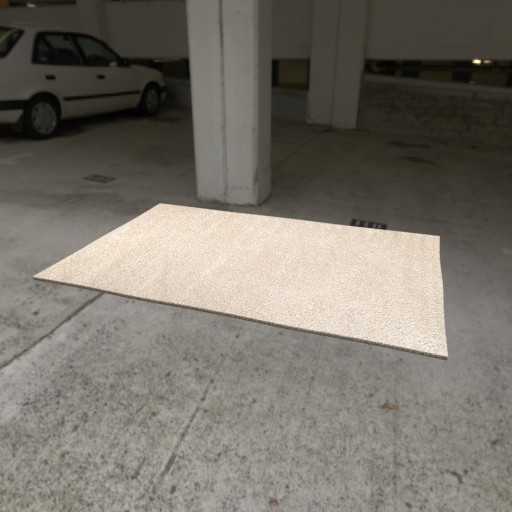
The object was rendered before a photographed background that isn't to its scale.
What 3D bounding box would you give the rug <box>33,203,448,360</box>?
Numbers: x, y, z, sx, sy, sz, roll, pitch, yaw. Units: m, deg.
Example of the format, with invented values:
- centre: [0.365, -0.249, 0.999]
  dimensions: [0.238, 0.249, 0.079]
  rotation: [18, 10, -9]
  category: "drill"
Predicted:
- centre: [0.000, 0.000, 2.979]
  dimensions: [2.346, 0.025, 1.500]
  rotation: [8, 26, 17]
  category: "rug"
